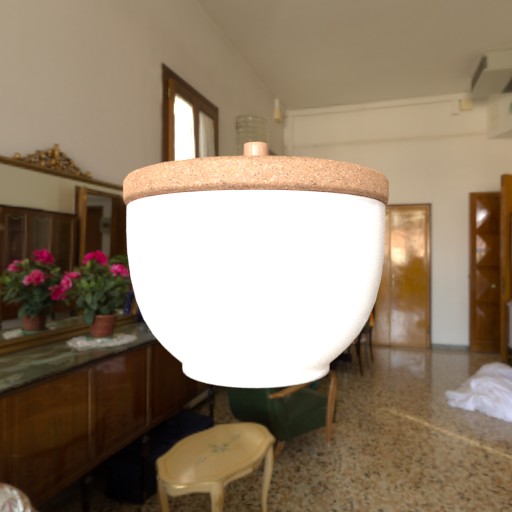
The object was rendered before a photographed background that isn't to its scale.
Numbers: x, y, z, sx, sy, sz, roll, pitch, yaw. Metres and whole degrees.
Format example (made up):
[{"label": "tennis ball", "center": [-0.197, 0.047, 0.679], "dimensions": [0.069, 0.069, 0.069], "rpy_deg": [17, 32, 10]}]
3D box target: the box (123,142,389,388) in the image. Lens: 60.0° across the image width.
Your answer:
[{"label": "box", "center": [0.000, 0.000, 0.187], "dimensions": [0.107, 0.094, 0.107], "rpy_deg": [0, 0, 0]}]
